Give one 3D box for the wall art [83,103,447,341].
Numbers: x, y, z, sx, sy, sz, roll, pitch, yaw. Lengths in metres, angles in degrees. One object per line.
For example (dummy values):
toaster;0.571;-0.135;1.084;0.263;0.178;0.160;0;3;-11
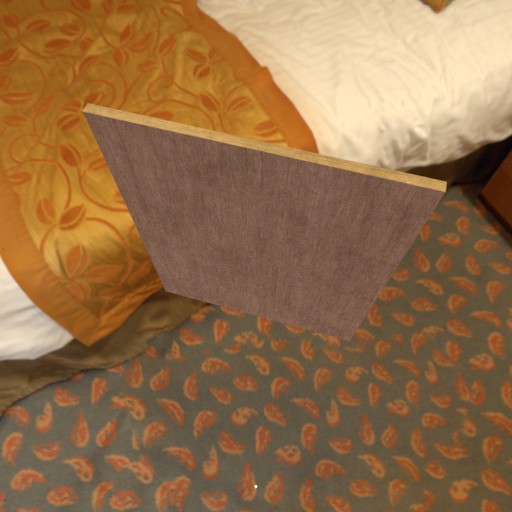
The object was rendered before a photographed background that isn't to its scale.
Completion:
wall art;0.000;0.000;0.936;0.534;0.686;0.018;14;63;7
